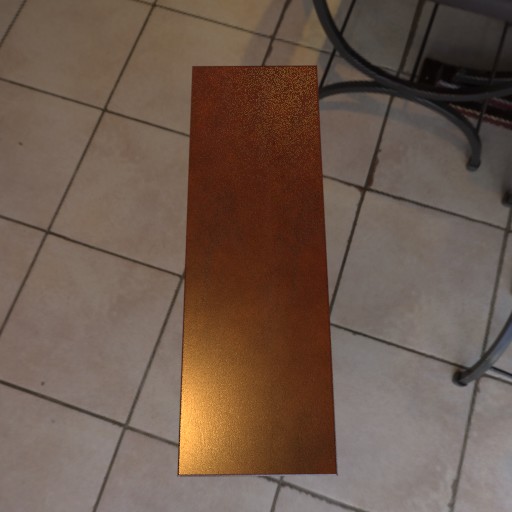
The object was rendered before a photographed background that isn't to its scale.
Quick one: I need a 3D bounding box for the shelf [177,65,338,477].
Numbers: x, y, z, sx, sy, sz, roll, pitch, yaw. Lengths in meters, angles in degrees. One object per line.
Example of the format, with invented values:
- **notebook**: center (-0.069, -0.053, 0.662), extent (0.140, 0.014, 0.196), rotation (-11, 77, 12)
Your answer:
- **shelf**: center (0.000, 0.000, 0.523), extent (0.152, 0.088, 0.457), rotation (0, 75, 0)
